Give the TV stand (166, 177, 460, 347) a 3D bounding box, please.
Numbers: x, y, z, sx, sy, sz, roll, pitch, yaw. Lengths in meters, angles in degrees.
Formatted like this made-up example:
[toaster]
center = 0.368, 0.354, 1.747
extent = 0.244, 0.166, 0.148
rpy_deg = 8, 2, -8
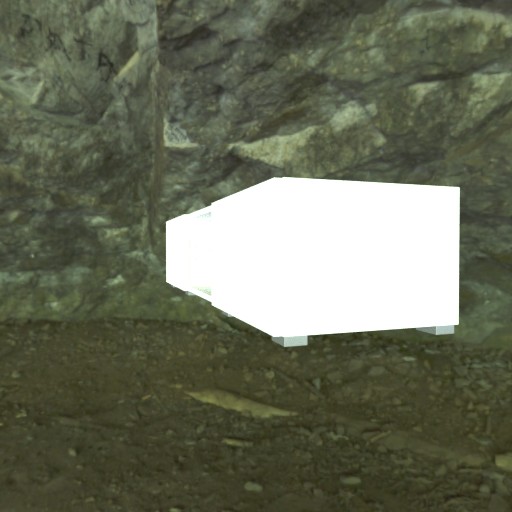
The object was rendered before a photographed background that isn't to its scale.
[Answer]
[TV stand]
center = 0.000, 0.000, 1.528
extent = 0.420, 0.310, 1.400
rpy_deg = 0, 1, -19
